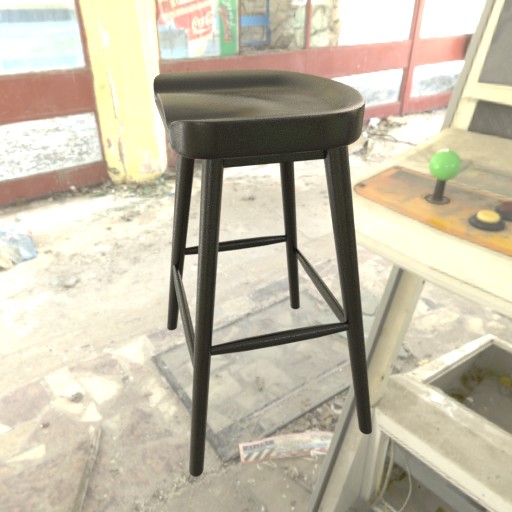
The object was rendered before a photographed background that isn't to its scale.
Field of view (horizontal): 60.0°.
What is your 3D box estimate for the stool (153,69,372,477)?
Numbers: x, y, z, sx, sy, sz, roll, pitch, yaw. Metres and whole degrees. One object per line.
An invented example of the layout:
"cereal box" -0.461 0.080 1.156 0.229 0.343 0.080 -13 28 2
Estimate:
"stool" 0.000 0.000 0.853 0.361 0.615 0.440 -8 31 -13
